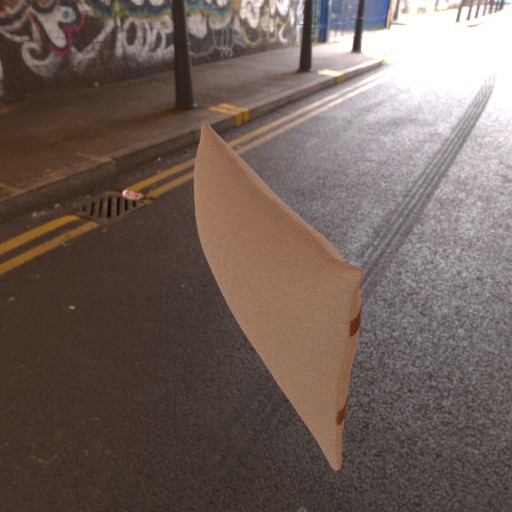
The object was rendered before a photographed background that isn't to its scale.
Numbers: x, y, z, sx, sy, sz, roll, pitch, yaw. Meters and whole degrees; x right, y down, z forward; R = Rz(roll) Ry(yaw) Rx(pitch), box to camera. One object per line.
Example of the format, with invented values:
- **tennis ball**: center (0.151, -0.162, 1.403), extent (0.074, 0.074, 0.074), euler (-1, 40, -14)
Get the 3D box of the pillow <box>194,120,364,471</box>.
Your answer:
- **pillow**: center (0.000, 0.000, 0.741), extent (0.148, 0.308, 0.612), euler (-11, 32, -17)
